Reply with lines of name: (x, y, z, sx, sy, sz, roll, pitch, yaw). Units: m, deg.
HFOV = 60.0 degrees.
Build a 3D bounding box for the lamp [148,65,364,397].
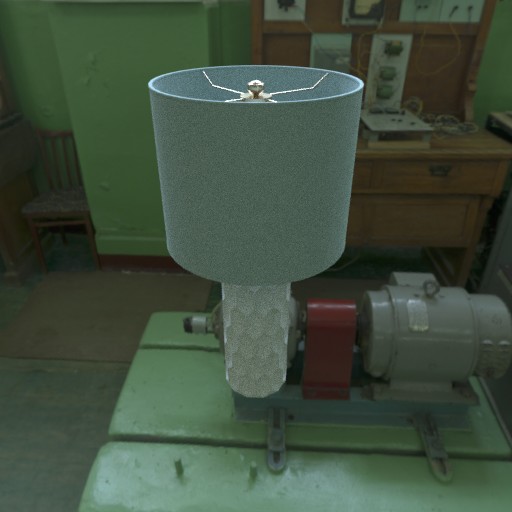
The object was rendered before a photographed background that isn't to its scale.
lamp: (0.000, 0.000, 0.716, 0.277, 0.534, 0.277, 1, 31, 1)
